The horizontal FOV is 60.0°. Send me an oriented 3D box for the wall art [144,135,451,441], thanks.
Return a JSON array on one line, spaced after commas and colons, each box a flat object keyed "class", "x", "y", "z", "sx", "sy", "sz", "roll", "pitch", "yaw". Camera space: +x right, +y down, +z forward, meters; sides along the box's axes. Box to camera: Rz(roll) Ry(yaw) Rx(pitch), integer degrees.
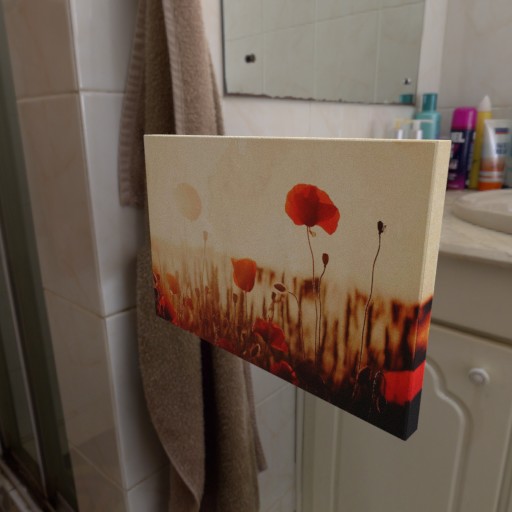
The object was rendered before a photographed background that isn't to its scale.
[{"class": "wall art", "x": 0.000, "y": 0.000, "z": 0.774, "sx": 0.613, "sy": 0.402, "sz": 0.040, "roll": 15, "pitch": 22, "yaw": 42}]
